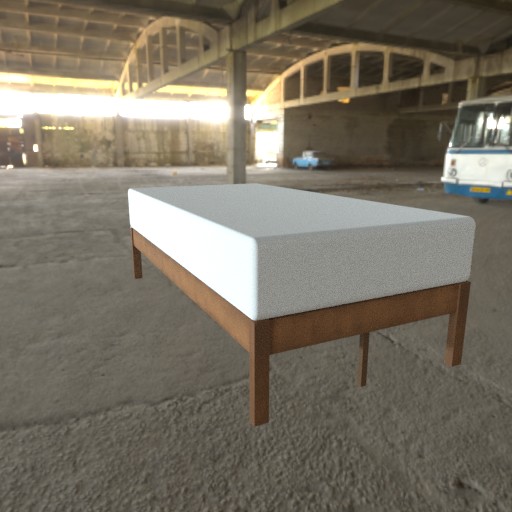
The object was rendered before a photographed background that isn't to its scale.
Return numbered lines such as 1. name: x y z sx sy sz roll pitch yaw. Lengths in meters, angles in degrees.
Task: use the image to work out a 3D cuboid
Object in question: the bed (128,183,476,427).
1. bed: 0.000 0.000 2.387 0.961 0.616 1.902 -7 15 -26
